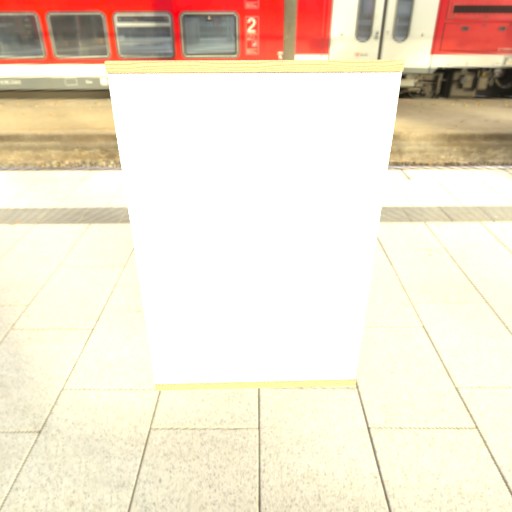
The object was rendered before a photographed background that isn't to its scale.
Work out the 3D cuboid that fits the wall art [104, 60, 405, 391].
[{"bbox_3d":[0.000,0.000,1.877,1.011,1.521,0.025,-1,29,-2],"label":"wall art"}]
